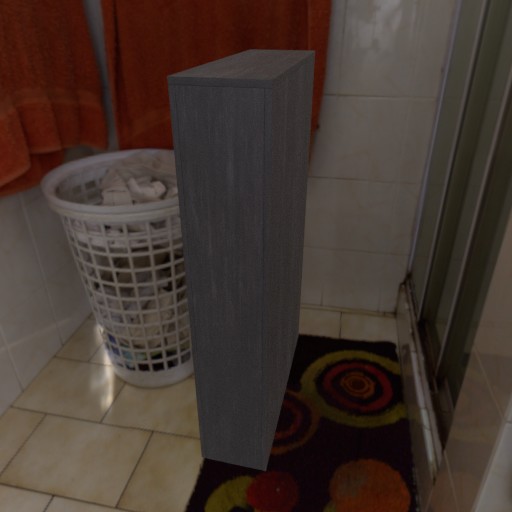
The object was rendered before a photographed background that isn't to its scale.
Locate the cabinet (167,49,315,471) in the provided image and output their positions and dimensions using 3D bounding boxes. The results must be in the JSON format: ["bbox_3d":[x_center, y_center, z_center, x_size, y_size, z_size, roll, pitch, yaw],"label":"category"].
[{"bbox_3d":[0.000,0.000,1.578,0.250,1.280,0.750,7,30,12],"label":"cabinet"}]
